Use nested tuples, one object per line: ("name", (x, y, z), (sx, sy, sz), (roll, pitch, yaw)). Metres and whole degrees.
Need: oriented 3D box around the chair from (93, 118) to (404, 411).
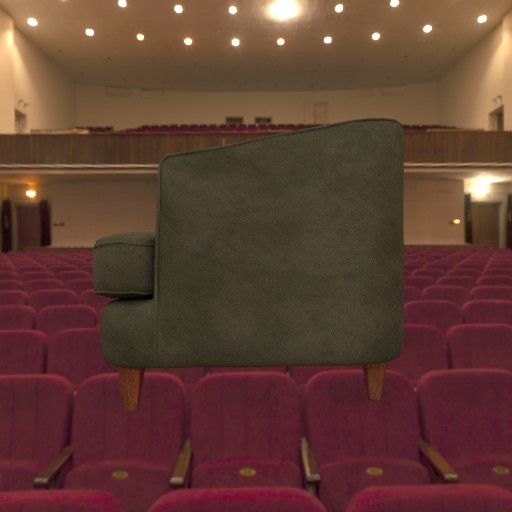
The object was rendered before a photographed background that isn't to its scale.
("chair", (0.000, 0.000, 1.724), (0.941, 0.852, 1.104), (0, 1, 0))
